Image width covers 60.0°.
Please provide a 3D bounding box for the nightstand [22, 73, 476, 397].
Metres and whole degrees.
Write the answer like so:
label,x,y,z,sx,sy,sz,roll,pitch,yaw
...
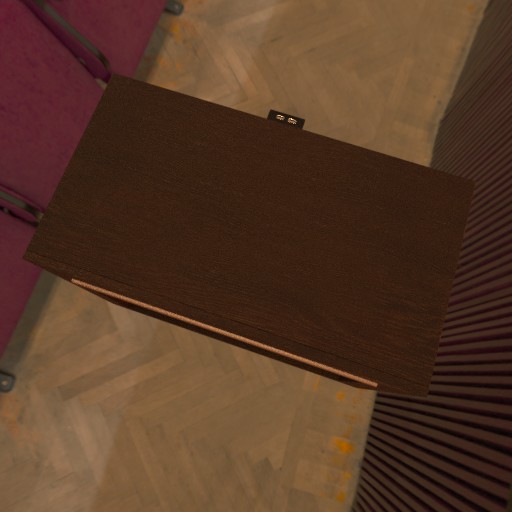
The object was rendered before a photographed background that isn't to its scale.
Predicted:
label,x,y,z,sx,sy,sz,roll,pitch,yaw
nightstand,0.000,0.000,1.146,0.775,0.612,0.457,18,76,5
